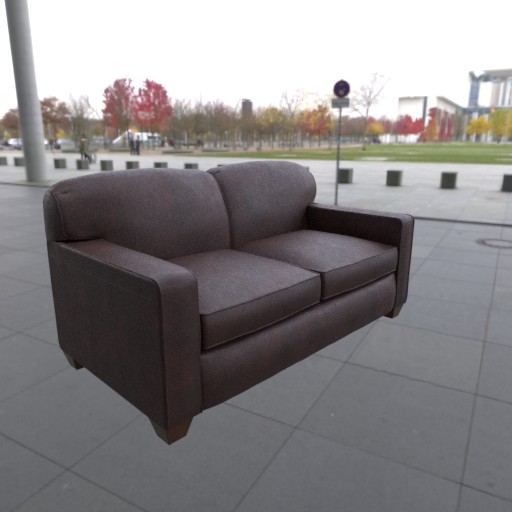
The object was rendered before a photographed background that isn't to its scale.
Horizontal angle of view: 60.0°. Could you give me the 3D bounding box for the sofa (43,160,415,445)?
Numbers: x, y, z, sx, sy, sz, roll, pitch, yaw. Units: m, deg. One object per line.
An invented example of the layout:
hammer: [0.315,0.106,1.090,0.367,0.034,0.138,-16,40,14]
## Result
sofa: [0.000,0.000,2.424,1.000,0.966,1.856,14,20,43]
